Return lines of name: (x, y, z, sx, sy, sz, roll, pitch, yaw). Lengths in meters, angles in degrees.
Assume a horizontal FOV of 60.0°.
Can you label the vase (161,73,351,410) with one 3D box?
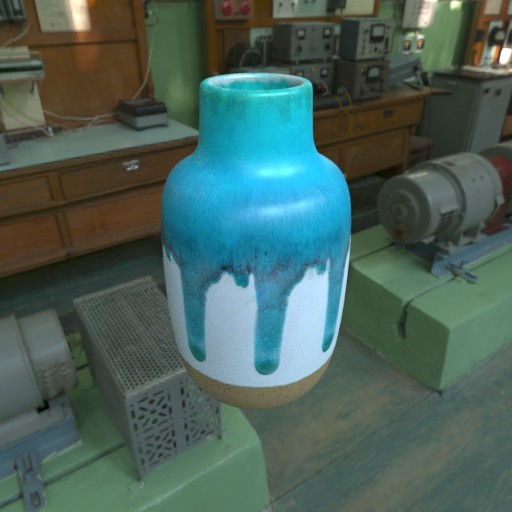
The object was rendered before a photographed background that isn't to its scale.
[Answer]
vase: (0.000, 0.000, 0.257, 0.106, 0.192, 0.106, 0, 31, 0)
